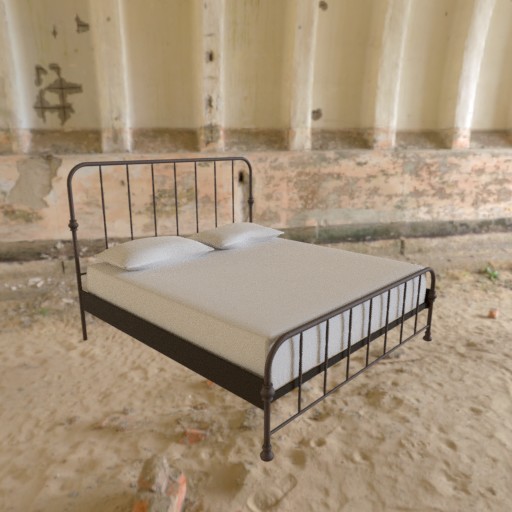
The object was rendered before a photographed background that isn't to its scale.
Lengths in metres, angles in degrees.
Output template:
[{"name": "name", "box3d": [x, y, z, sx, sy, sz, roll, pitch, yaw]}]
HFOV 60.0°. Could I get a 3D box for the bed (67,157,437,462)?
[{"name": "bed", "box3d": [0.000, 0.000, 3.509, 2.134, 1.446, 2.044, 14, 20, 42]}]
